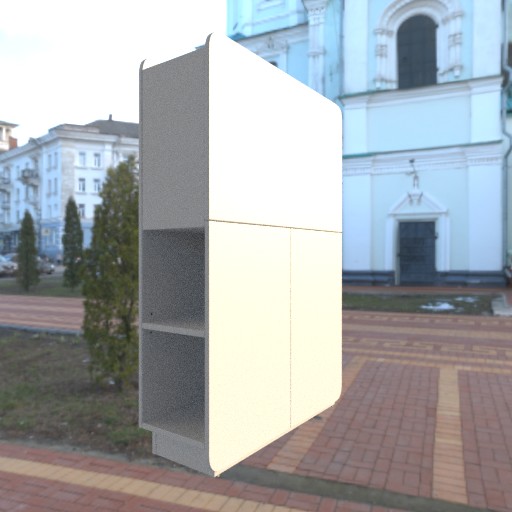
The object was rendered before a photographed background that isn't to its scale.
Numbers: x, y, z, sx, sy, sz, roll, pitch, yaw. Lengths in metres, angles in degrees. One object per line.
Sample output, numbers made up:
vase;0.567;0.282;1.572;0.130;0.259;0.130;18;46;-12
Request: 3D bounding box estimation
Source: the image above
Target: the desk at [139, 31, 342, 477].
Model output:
desk;0.000;0.000;1.544;0.278;1.190;0.795;0;0;36
